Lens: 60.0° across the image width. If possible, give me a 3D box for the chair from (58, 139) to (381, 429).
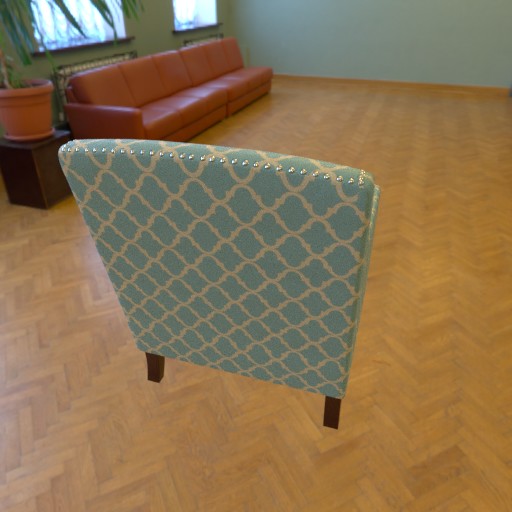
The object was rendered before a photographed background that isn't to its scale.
[{"bbox_3d":[0.000,0.000,1.267,0.617,0.817,0.686,9,32,15],"label":"chair"}]
